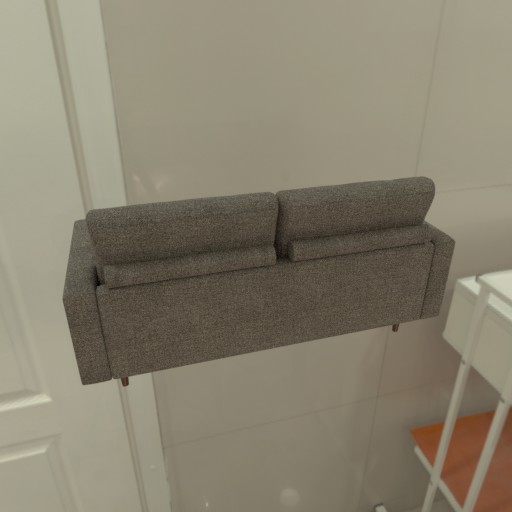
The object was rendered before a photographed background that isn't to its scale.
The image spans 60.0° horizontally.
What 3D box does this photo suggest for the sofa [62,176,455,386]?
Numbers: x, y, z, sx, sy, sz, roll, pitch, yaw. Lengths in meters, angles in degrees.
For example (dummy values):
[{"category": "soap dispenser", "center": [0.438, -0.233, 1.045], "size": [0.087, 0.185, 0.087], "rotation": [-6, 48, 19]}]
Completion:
[{"category": "sofa", "center": [0.000, 0.000, 2.365], "size": [1.821, 0.902, 0.863], "rotation": [-8, 28, -15]}]
